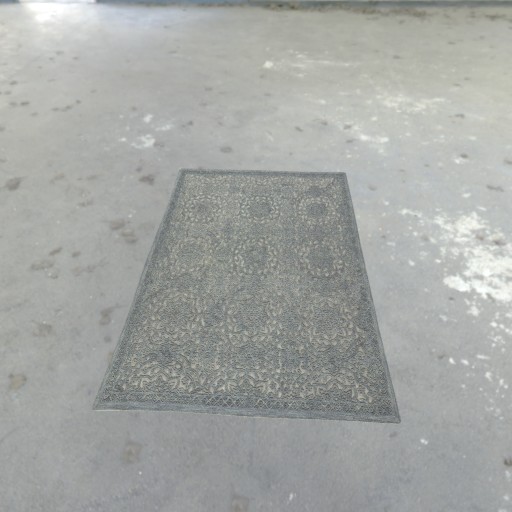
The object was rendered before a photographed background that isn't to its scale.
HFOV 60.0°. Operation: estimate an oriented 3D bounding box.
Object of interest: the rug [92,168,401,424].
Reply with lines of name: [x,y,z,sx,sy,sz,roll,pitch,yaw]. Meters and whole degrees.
rug: [0.000,0.000,3.146,1.535,0.022,2.498,2,40,2]
